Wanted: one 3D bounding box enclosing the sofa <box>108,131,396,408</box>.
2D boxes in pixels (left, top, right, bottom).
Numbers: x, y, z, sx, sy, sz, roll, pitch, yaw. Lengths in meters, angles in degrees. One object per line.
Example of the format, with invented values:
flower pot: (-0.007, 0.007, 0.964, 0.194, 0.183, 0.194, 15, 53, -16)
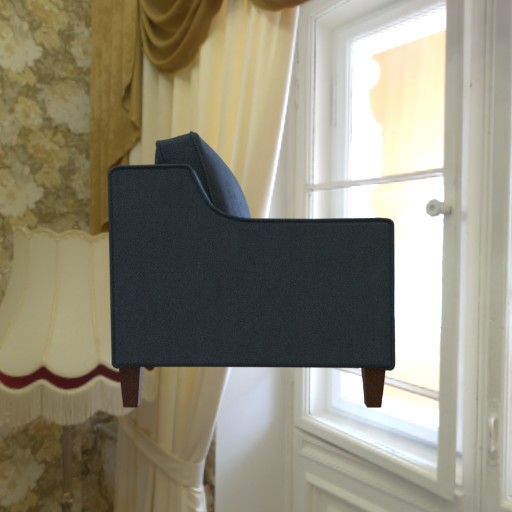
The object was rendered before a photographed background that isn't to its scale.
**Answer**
sofa: (0.000, 0.000, 2.690, 1.066, 1.071, 2.178, 0, 2, 0)
